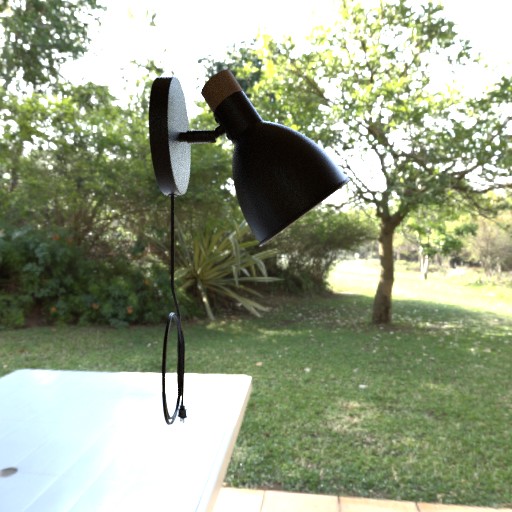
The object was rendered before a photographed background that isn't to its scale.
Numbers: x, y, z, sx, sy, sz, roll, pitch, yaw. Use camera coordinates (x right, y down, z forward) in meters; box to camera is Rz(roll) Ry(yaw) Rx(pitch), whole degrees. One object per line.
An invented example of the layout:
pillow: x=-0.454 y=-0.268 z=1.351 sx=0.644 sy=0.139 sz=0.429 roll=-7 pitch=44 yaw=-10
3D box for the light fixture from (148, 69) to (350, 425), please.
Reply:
light fixture: x=0.000 y=0.000 z=0.487 sx=0.203 sy=0.401 sz=0.127 roll=0 pitch=2 yaw=1
